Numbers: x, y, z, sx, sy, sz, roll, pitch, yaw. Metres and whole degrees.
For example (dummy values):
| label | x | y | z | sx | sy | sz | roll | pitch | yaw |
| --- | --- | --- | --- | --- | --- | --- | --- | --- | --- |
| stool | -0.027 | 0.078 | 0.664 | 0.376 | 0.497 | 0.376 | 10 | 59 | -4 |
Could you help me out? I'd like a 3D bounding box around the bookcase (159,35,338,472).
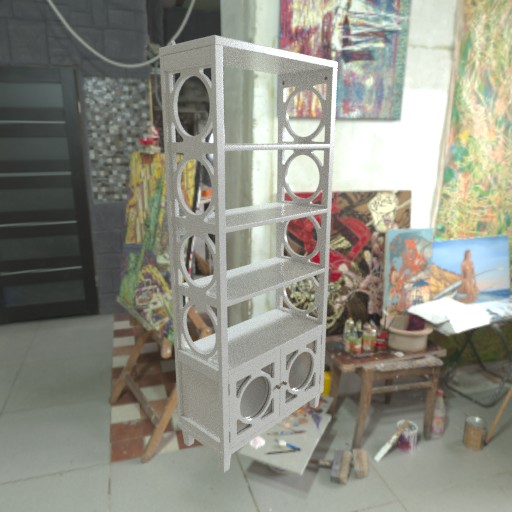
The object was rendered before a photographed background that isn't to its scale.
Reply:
| label | x | y | z | sx | sy | sz | roll | pitch | yaw |
| --- | --- | --- | --- | --- | --- | --- | --- | --- | --- |
| bookcase | 0.000 | 0.000 | 2.137 | 0.361 | 1.869 | 0.761 | 14 | 20 | 42 |
